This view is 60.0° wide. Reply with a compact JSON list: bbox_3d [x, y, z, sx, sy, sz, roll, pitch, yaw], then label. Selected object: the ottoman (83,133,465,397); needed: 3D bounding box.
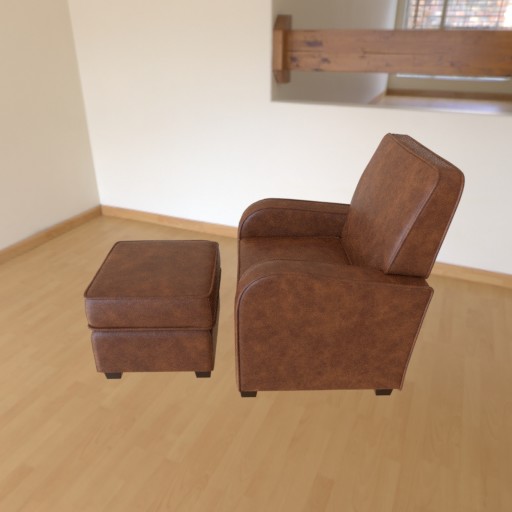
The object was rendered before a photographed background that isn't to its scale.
[{"bbox_3d":[0.000,0.000,1.835,1.314,0.904,0.732,0,27,-1],"label":"ottoman"}]
